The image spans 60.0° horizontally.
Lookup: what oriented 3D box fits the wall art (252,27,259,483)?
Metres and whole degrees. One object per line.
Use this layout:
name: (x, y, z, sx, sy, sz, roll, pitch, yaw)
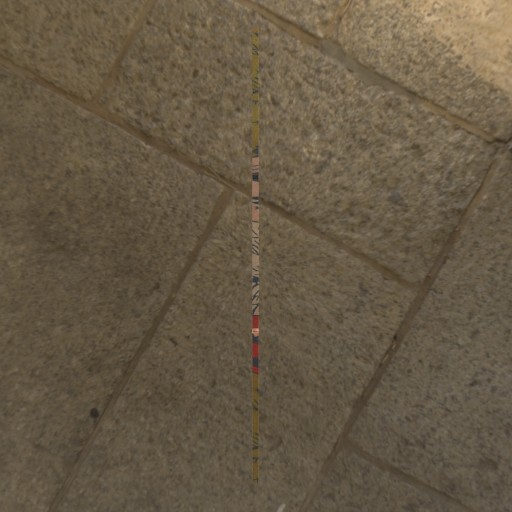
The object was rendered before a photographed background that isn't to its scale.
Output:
wall art: (0.000, 0.000, 1.336, 0.013, 0.913, 0.904, 0, 89, 0)
